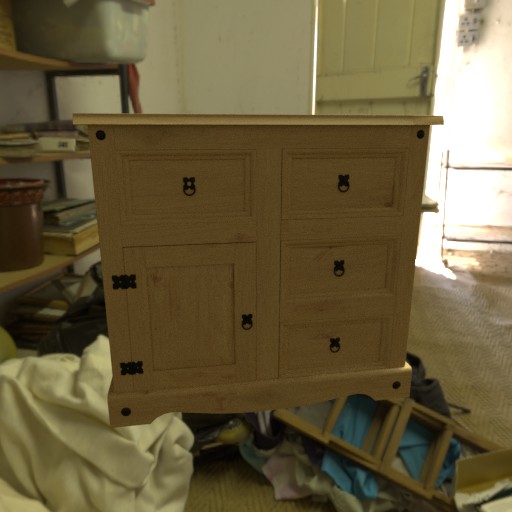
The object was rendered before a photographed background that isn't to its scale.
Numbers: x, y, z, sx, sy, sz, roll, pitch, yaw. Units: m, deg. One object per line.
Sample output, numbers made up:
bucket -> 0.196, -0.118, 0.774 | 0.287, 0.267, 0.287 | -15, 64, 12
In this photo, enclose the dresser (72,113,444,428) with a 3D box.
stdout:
dresser -> 0.000, 0.000, 1.392 | 0.915, 0.835, 0.440 | -3, 16, -9
